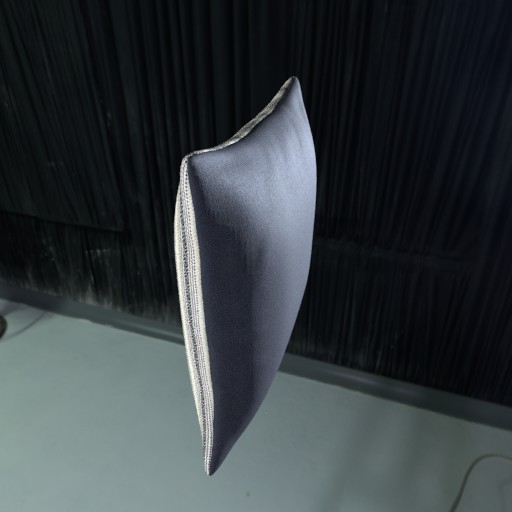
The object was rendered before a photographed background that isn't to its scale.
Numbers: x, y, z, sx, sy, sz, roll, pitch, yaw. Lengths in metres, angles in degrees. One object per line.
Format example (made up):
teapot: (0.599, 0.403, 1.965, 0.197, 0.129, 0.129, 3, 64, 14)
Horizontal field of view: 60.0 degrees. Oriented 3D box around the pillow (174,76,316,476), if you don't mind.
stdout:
pillow: (0.000, 0.000, 0.763, 0.166, 0.508, 0.520, 8, 31, 13)
